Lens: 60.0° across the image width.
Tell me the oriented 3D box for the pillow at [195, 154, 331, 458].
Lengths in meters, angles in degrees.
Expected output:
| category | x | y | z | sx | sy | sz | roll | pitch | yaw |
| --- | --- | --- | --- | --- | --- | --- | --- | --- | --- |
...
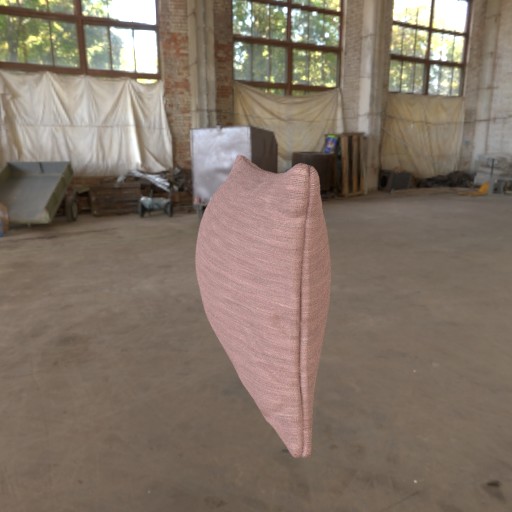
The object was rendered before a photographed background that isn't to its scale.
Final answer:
| category | x | y | z | sx | sy | sz | roll | pitch | yaw |
| --- | --- | --- | --- | --- | --- | --- | --- | --- | --- |
| pillow | 0.000 | 0.000 | 0.775 | 0.210 | 0.338 | 0.633 | -2 | 14 | -8 |
